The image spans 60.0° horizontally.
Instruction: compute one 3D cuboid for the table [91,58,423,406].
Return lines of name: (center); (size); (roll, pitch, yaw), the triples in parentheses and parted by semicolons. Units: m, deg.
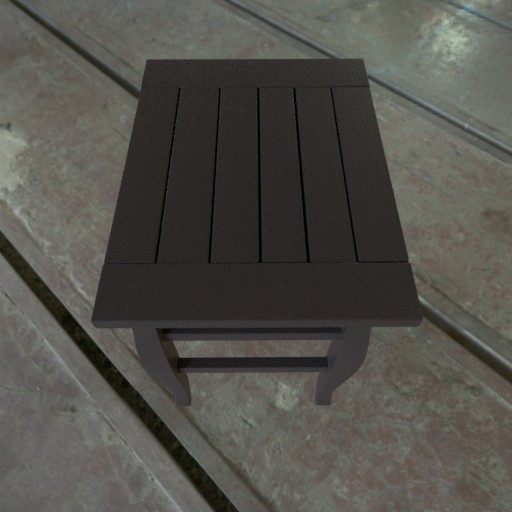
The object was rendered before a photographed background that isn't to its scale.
table: (0.000, 0.000, 1.026); (0.460, 0.605, 0.602); (0, 57, 0)
